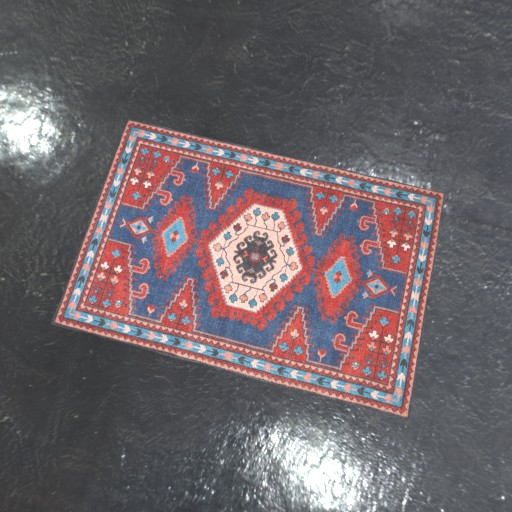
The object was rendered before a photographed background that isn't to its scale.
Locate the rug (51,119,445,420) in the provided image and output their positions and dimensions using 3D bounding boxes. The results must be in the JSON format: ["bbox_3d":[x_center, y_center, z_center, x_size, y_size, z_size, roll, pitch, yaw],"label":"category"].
[{"bbox_3d":[0.000,0.000,2.315,1.820,0.012,1.207,14,76,4],"label":"rug"}]
